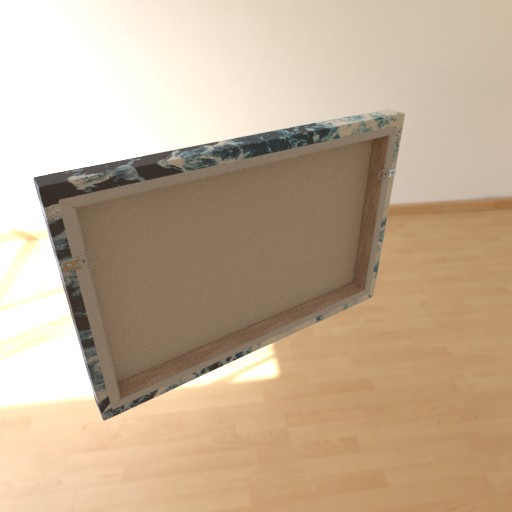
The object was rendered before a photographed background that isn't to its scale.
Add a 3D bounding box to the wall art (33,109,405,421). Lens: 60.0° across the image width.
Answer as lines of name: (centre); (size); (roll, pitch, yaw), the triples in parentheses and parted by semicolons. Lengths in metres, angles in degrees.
wall art: (0.000, 0.000, 0.761); (0.609, 0.407, 0.043); (-19, 37, -28)
